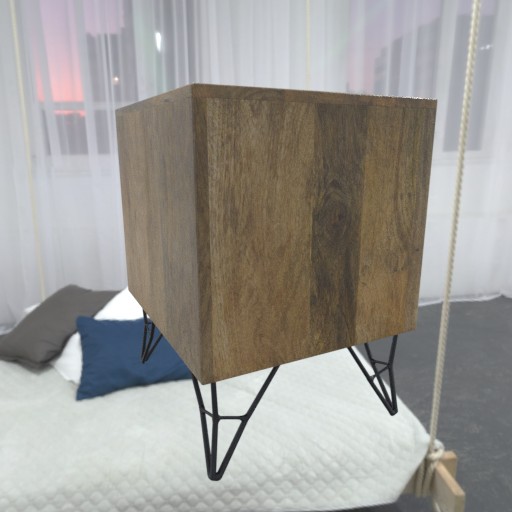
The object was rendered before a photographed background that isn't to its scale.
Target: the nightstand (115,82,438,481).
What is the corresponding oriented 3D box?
[{"bbox_3d":[0.000,0.000,0.862,0.406,0.559,0.457,-7,16,-27],"label":"nightstand"}]
